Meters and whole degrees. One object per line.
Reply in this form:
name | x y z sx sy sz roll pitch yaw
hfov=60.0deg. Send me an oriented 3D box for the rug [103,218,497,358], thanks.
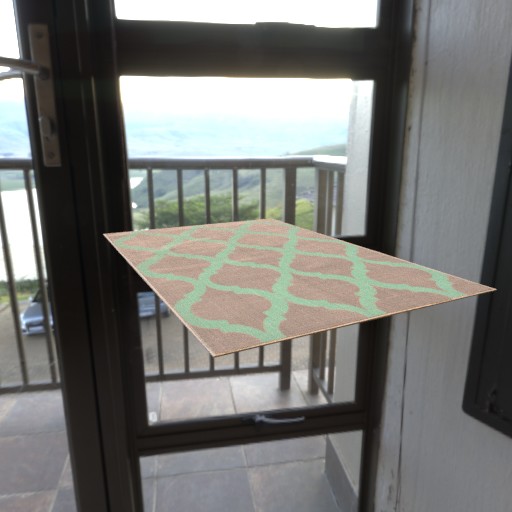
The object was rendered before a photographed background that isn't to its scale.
rug | 0.000 0.000 2.855 1.524 0.006 2.286 -8 17 -27
